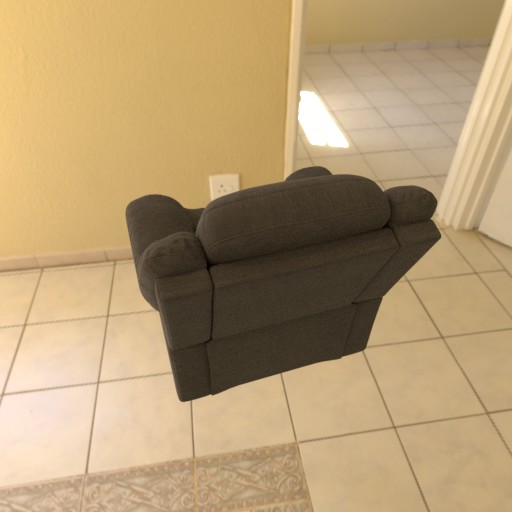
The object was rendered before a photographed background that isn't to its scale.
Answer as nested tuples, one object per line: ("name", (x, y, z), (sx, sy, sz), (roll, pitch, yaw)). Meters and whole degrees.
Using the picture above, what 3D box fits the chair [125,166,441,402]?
("chair", (0.000, 0.000, 1.715), (0.899, 1.008, 0.944), (-12, 43, -14))
